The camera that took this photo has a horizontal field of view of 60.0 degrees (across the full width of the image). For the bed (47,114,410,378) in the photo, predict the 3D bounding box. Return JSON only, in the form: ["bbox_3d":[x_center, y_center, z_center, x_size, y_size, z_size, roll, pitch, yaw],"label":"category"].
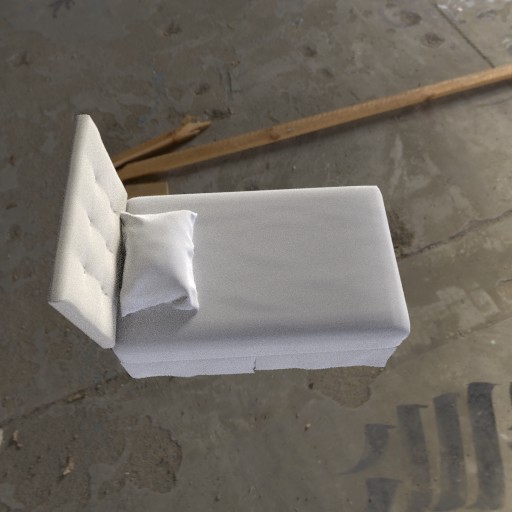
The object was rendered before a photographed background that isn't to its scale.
[{"bbox_3d":[0.000,0.000,2.974,1.997,1.571,1.261,-3,64,-1],"label":"bed"}]
